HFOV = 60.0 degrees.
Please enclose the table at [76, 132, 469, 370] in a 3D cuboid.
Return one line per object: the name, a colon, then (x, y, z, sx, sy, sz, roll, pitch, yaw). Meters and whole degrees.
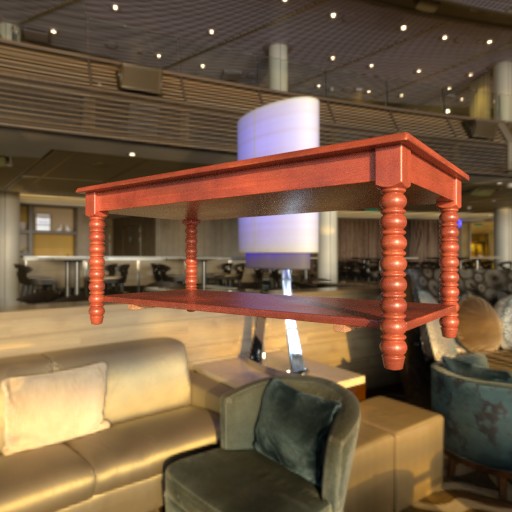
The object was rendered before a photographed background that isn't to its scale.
table: (0.000, 0.000, 1.447, 1.171, 0.485, 0.580, 0, 0, 37)
